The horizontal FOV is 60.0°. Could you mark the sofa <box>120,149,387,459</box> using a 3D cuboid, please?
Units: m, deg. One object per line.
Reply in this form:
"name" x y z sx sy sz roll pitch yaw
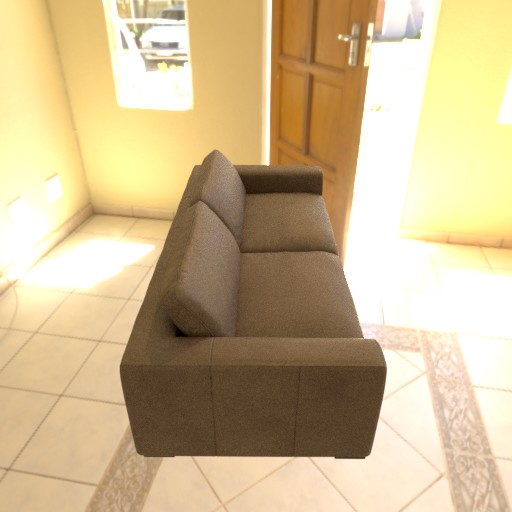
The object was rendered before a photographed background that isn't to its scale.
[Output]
"sofa" 0.000 0.000 2.734 1.070 0.801 2.262 0 31 1
